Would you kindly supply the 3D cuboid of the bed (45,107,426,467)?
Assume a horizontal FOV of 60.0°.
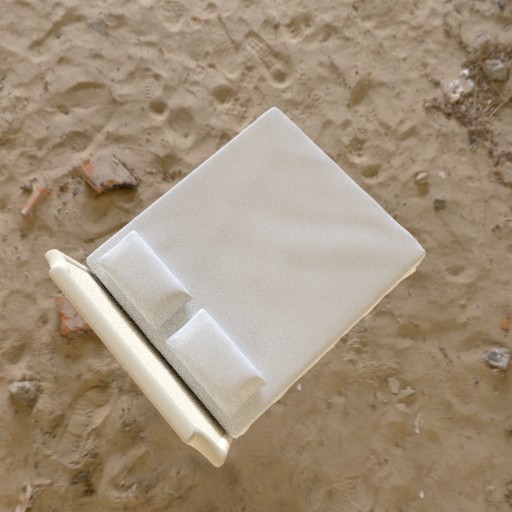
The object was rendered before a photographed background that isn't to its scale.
[{"bbox_3d":[0.000,0.000,4.170,2.773,1.590,2.350,-41,79,-10],"label":"bed"}]
